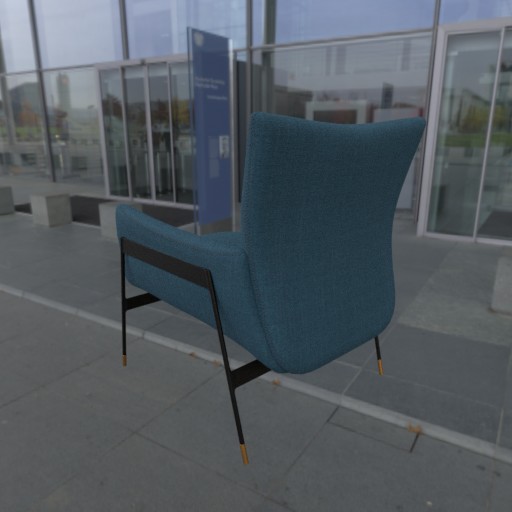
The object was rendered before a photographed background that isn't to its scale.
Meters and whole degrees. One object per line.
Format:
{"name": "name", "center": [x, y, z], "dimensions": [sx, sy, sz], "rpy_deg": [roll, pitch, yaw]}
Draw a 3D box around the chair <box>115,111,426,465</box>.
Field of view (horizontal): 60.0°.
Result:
{"name": "chair", "center": [0.000, 0.000, 1.435], "dimensions": [0.678, 0.859, 0.769], "rpy_deg": [-14, 22, -41]}
